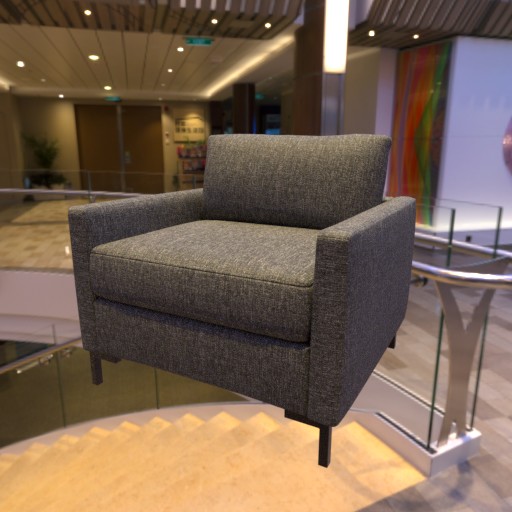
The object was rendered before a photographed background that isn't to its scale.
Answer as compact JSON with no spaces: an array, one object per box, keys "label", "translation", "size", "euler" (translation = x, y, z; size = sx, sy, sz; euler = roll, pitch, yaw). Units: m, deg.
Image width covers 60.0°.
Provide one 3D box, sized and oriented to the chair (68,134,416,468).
[{"label":"chair","translation":[0.000,0.000,1.593],"size":[0.963,0.861,0.866],"euler":[8,16,28]}]
